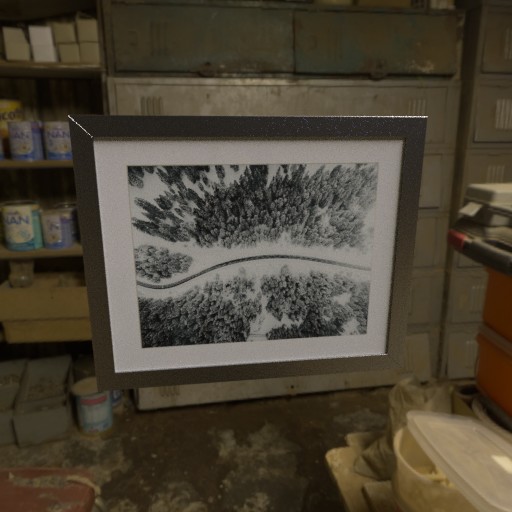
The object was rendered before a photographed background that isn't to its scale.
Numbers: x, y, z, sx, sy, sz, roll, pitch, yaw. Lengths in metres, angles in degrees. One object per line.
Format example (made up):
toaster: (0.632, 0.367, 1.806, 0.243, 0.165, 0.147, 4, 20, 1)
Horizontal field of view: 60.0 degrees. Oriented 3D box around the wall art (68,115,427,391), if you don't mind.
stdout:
wall art: (0.000, 0.000, 0.758, 0.557, 0.456, 0.032, -2, 16, -8)
